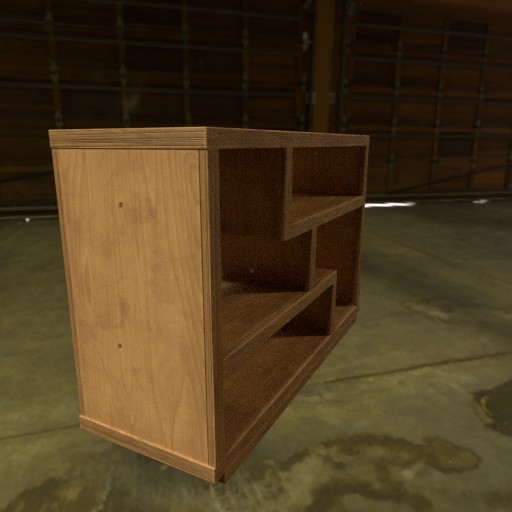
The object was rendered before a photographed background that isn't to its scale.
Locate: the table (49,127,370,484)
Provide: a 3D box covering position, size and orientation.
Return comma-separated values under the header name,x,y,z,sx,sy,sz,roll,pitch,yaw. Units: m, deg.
name,x,y,z,sx,sy,sz,roll,pitch,yaw
table,0.000,0.000,1.450,0.410,0.771,1.151,7,16,27
